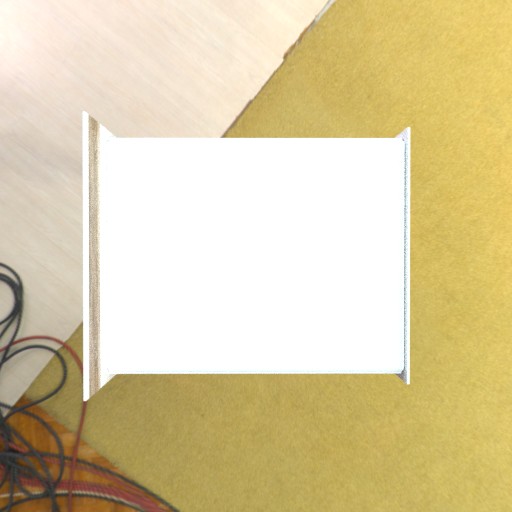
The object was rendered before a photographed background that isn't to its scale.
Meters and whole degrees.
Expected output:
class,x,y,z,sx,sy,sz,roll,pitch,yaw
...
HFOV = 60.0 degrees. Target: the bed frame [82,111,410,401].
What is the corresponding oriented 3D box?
class,x,y,z,sx,sy,sz,roll,pitch,yaw
bed frame,0.000,0.000,3.035,2.060,0.800,1.720,0,90,0
